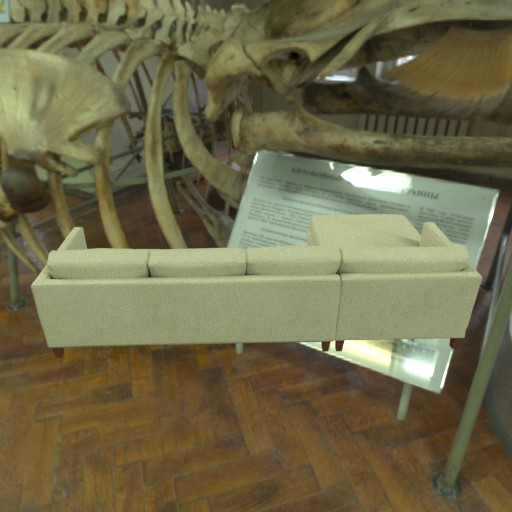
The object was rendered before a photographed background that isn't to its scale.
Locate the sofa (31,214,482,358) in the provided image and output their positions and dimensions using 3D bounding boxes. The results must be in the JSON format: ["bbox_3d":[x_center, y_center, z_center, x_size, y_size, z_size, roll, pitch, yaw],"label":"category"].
[{"bbox_3d":[0.000,0.000,3.915,3.186,0.846,1.625,-1,30,-2],"label":"sofa"}]
